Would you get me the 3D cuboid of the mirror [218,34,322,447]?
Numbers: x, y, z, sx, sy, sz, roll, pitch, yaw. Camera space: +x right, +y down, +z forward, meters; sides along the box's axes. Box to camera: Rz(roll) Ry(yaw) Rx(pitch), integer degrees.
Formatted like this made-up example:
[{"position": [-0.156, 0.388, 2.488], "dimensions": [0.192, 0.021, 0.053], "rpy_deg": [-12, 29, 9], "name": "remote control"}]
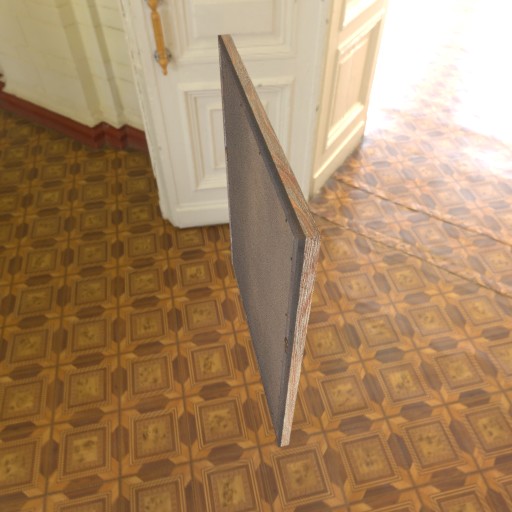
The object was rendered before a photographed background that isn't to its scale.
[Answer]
[{"position": [0.000, 0.000, 1.212], "dimensions": [0.032, 0.882, 0.730], "rpy_deg": [-10, 49, -8], "name": "mirror"}]
